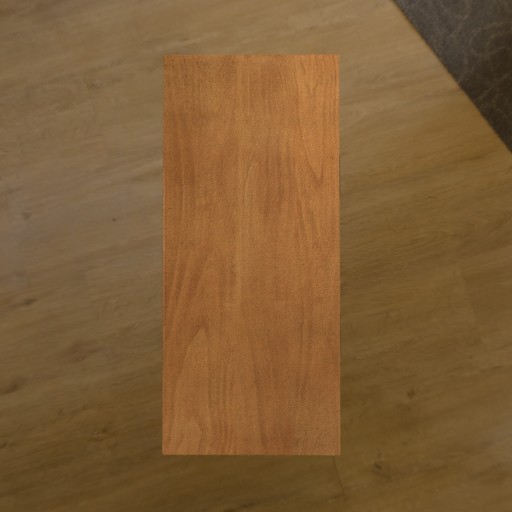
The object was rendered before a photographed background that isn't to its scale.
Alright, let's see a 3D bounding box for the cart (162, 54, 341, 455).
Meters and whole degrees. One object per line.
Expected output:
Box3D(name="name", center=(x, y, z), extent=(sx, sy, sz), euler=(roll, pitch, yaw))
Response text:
Box3D(name="cart", center=(0.000, 0.000, 0.991), extent=(0.298, 0.554, 0.686), euler=(0, 89, 0))
